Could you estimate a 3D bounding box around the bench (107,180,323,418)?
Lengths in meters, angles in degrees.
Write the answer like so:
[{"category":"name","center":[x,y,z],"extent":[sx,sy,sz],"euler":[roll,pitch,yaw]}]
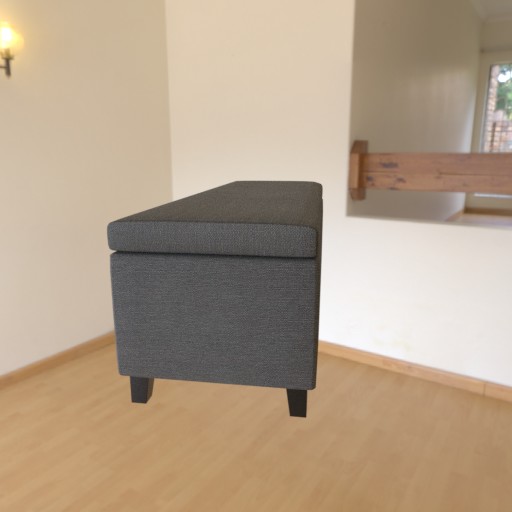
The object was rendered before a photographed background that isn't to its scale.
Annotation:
[{"category":"bench","center":[0.000,0.000,1.522],"extent":[0.446,0.438,1.269],"euler":[2,13,8]}]
